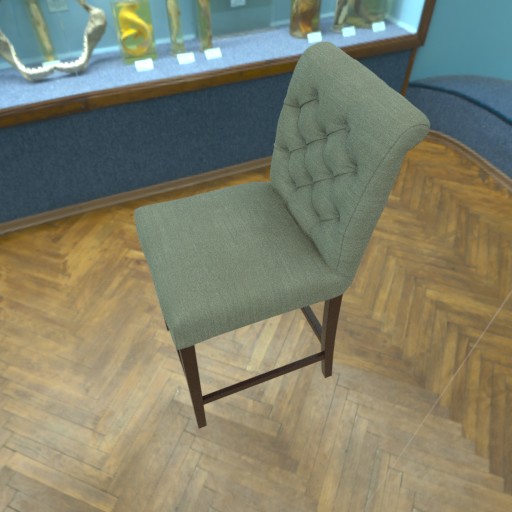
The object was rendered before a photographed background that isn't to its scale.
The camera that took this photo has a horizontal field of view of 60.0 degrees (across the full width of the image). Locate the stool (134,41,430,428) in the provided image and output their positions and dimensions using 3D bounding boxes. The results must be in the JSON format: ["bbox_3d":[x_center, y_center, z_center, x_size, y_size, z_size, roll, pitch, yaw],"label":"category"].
[{"bbox_3d":[0.000,0.000,1.400,0.660,1.084,0.486,-17,49,-15],"label":"stool"}]
